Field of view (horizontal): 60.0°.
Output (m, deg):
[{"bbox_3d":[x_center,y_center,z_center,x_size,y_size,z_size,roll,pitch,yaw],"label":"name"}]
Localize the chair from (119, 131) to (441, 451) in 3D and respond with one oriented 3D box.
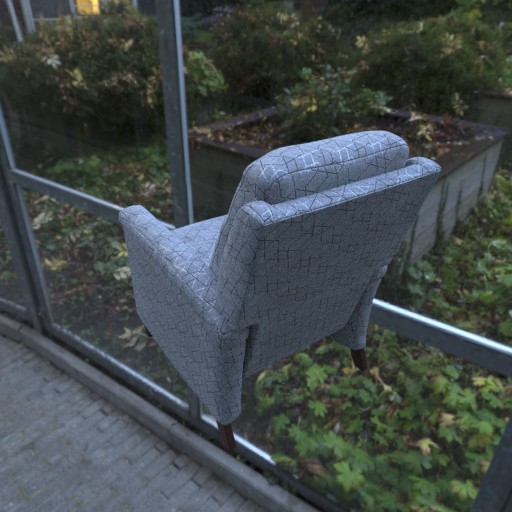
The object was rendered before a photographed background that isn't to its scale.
[{"bbox_3d":[0.000,0.000,1.711,0.753,1.048,0.987,-19,35,-30],"label":"chair"}]
